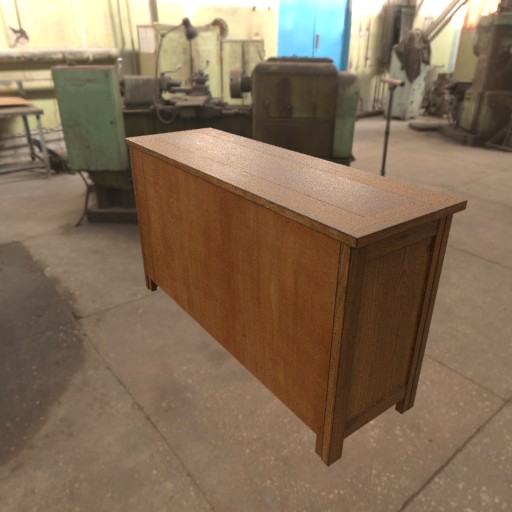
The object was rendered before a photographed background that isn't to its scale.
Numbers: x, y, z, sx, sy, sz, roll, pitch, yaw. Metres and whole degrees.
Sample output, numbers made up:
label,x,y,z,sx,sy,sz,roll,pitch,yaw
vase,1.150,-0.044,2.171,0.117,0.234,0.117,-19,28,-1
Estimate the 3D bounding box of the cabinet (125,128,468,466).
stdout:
label,x,y,z,sx,sy,sz,roll,pitch,yaw
cabinet,0.000,0.000,1.892,0.480,0.813,1.474,-18,31,-32
